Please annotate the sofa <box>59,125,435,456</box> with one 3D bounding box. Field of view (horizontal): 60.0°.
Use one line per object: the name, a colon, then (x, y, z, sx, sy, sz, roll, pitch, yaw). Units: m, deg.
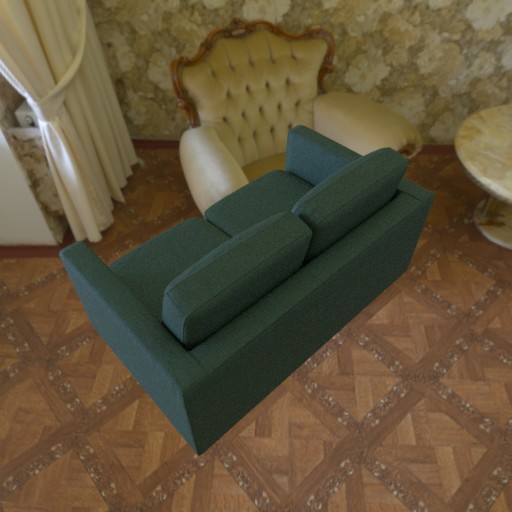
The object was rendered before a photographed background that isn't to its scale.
sofa: (0.000, 0.000, 2.073, 1.430, 0.899, 0.879, -34, 56, -28)
